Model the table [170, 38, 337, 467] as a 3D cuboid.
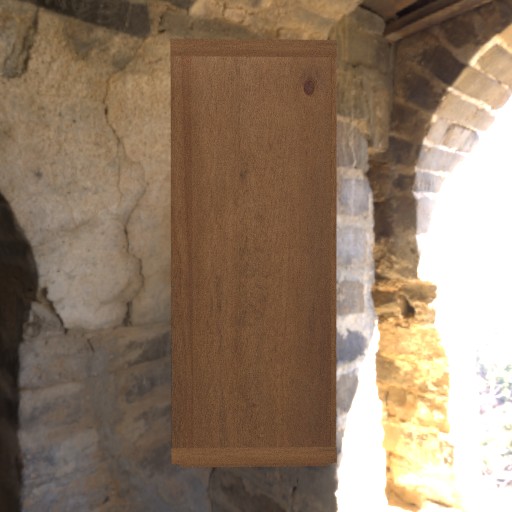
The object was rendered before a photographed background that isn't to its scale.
[{"bbox_3d":[0.000,0.000,1.771,0.524,1.294,0.901,0,1,-1],"label":"table"}]
